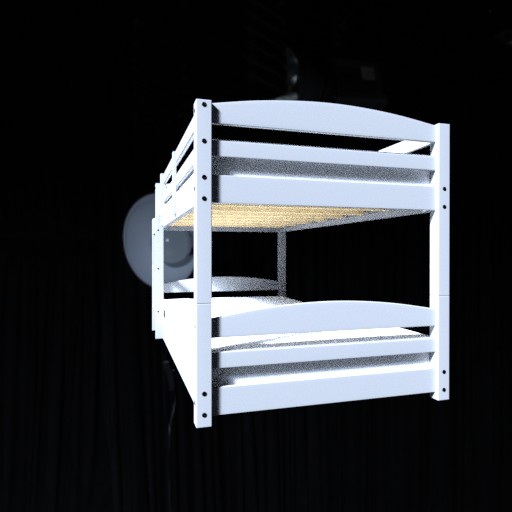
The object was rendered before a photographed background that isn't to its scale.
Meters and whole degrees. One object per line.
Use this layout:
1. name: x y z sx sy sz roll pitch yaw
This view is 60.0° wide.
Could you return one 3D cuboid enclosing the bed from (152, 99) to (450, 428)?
1. bed: 0.000 0.000 2.674 1.105 1.206 2.013 0 0 -17
